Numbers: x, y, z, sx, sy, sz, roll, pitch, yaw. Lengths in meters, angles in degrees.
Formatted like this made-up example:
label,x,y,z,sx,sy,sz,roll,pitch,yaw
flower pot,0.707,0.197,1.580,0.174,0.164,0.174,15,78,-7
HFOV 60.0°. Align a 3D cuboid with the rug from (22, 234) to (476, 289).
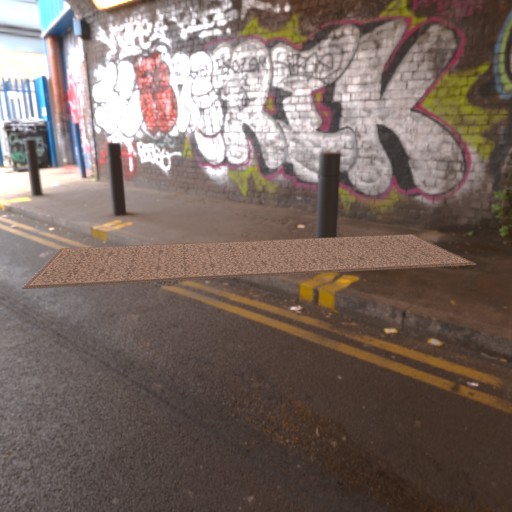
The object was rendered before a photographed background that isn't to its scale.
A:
label,x,y,z,sx,sy,sz,roll,pitch,yaw
rug,0.000,0.000,2.428,2.196,0.011,0.662,-3,17,-9
